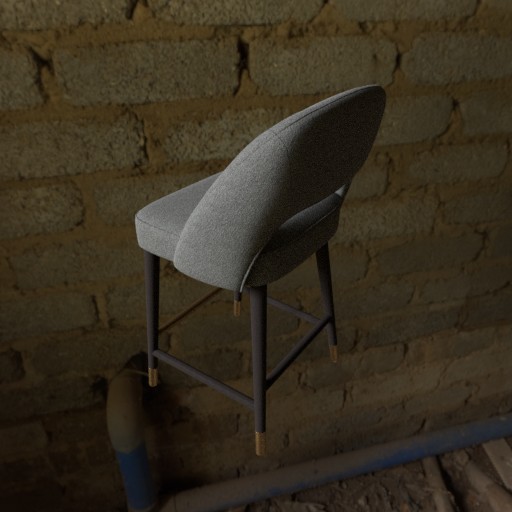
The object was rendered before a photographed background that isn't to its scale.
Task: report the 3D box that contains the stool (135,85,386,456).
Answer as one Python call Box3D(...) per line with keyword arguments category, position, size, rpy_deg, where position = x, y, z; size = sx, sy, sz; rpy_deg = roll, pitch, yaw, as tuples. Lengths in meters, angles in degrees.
Box3D(category="stool", position=(0.000, 0.000, 1.223), size=(0.524, 0.925, 0.536), rpy_deg=(20, 36, 30))
